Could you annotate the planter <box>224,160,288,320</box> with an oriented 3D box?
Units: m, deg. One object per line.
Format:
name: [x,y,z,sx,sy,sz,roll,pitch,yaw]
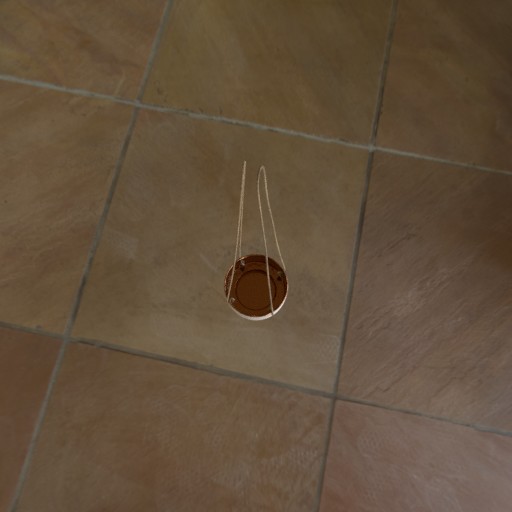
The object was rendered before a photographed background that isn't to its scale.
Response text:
planter: [0.000,0.000,1.152,0.223,1.030,0.223,14,76,4]
